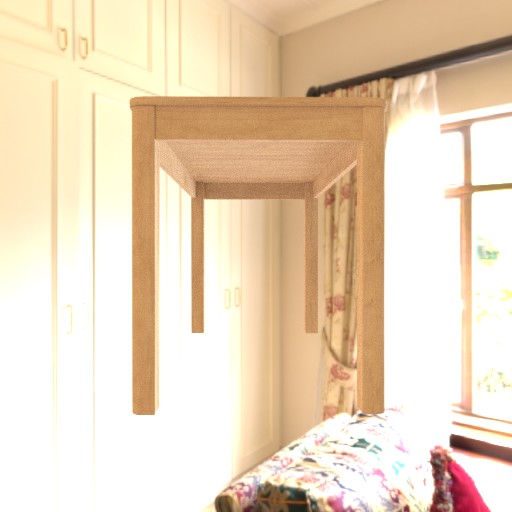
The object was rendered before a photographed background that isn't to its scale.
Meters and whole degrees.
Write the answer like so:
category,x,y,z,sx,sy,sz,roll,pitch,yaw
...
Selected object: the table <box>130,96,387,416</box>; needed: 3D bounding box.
category,x,y,z,sx,sy,sz,roll,pitch,yaw
table,0.000,0.000,1.948,0.750,0.900,1.400,0,0,-1
